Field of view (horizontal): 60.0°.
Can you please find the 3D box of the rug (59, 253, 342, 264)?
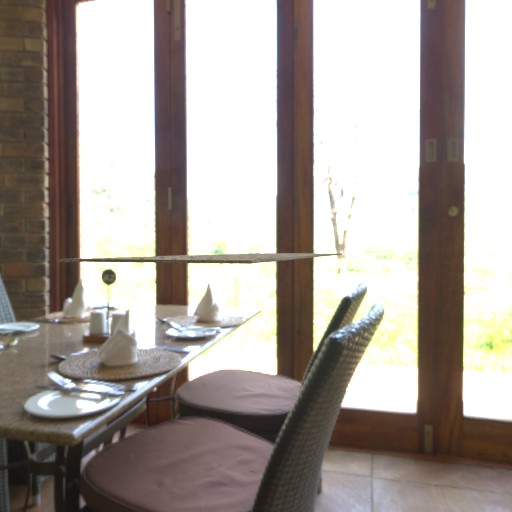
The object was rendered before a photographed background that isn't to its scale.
[{"bbox_3d":[0.000,0.000,2.677,0.750,0.011,2.435,0,1,18],"label":"rug"}]
